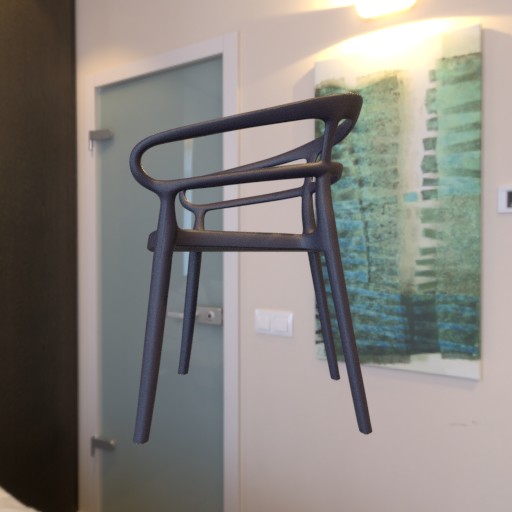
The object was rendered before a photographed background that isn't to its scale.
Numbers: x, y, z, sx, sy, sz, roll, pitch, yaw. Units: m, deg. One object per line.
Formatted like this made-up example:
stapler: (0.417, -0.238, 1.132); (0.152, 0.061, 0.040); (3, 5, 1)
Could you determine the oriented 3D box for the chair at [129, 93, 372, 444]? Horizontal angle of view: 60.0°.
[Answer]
chair: (0.000, 0.000, 1.149); (0.527, 0.761, 0.559); (0, 1, 1)
